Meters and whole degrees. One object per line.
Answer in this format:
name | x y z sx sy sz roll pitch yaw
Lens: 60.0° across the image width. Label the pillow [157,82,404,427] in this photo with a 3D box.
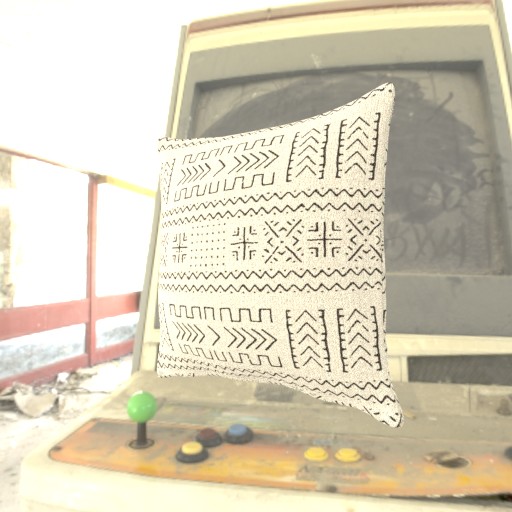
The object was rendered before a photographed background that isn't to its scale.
pillow | 0.000 0.000 0.665 0.438 0.430 0.164 -1 -1 37
